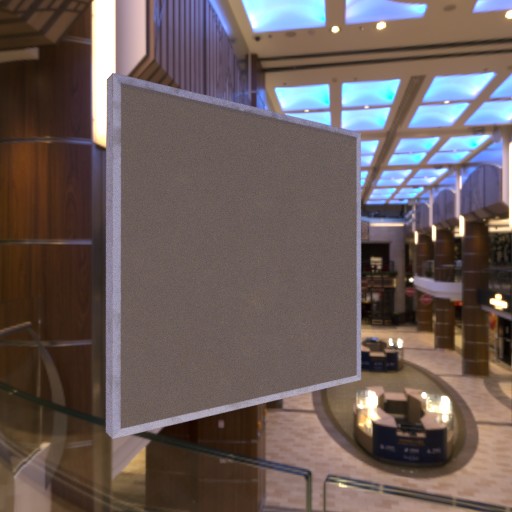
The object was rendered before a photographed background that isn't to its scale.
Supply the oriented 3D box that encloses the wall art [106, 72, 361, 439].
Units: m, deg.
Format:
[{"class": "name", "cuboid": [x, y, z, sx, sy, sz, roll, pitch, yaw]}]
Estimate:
[{"class": "wall art", "cuboid": [0.000, 0.000, 0.771, 0.508, 0.506, 0.029, 0, 0, -36]}]
